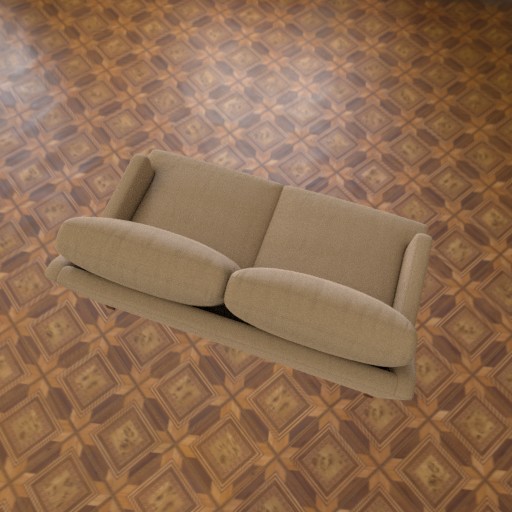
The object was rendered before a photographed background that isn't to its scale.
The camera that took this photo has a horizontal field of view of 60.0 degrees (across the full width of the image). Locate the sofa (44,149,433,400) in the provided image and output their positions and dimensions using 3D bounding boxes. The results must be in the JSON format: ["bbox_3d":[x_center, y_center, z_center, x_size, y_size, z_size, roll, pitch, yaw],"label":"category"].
[{"bbox_3d":[0.000,0.000,2.206,1.619,0.910,1.004,17,65,8],"label":"sofa"}]
